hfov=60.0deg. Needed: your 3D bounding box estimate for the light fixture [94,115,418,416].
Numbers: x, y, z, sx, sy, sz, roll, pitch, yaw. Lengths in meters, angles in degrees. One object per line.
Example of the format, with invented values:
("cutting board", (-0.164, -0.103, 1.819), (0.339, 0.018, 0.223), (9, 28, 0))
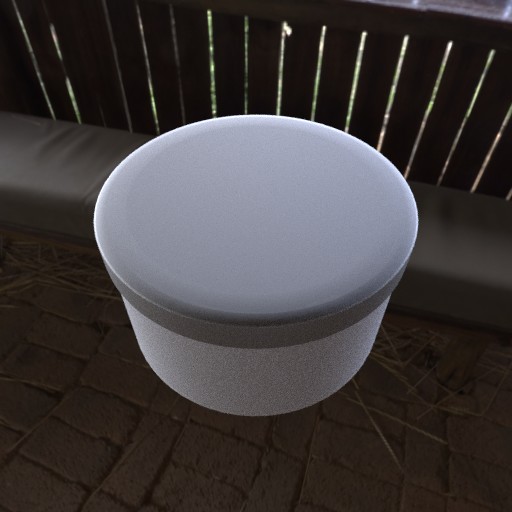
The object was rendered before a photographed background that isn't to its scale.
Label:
("light fixture", (0.000, 0.000, 0.635), (0.393, 0.229, 0.393), (0, 47, 0))
